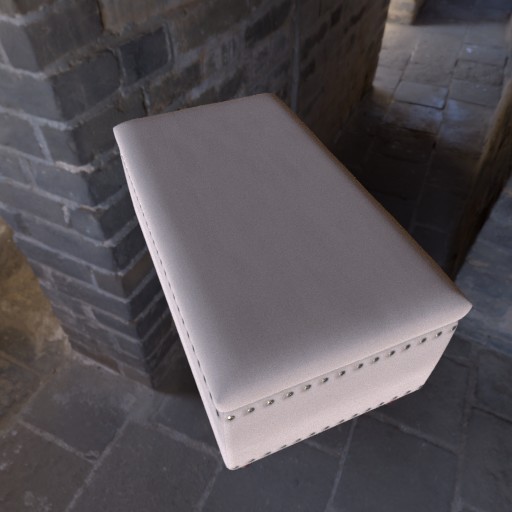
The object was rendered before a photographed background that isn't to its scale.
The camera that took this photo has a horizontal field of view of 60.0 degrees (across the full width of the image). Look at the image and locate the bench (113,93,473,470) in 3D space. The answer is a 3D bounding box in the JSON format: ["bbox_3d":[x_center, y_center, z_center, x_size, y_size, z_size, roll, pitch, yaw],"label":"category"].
[{"bbox_3d":[0.000,0.000,1.165,0.500,0.449,0.887,-17,49,-15],"label":"bench"}]
